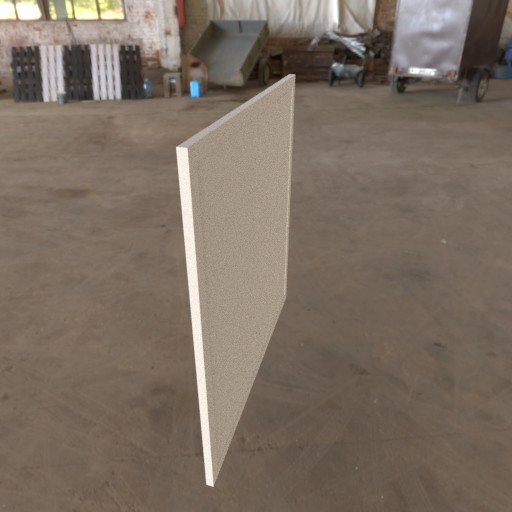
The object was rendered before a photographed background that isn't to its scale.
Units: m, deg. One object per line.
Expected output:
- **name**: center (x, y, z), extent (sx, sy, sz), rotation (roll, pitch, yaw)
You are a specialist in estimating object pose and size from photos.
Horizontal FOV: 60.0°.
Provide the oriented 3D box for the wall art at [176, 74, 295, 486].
- **wall art**: center (0.000, 0.000, 0.970), extent (0.015, 0.660, 0.660), rotation (8, 31, 14)
